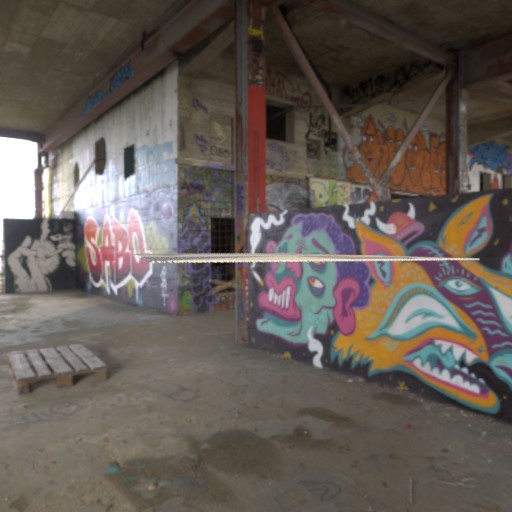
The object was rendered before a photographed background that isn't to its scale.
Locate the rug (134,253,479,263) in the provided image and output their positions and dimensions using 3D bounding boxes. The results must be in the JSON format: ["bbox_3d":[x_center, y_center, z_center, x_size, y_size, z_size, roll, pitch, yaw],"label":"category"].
[{"bbox_3d":[0.000,0.000,2.372,1.220,0.005,1.828,0,1,-17],"label":"rug"}]
